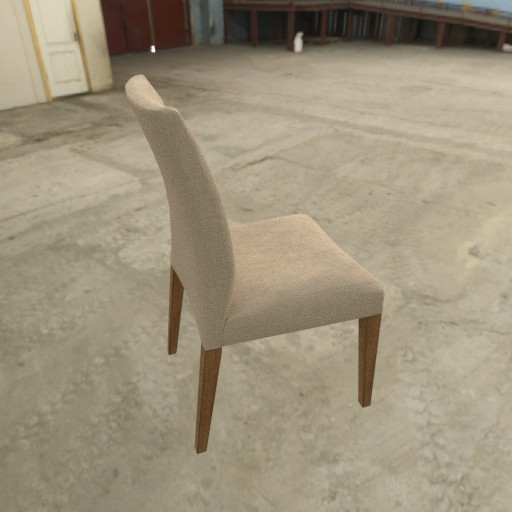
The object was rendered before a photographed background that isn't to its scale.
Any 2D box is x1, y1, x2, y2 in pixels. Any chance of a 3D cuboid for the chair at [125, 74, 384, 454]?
[{"bbox_3d":[0.000,0.000,1.265,0.585,0.940,0.496,-11,33,-17],"label":"chair"}]
